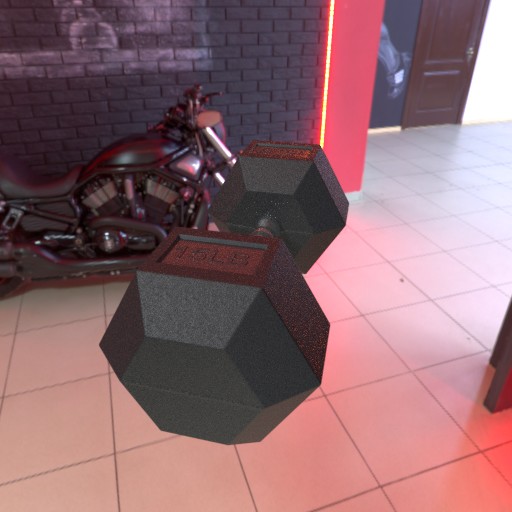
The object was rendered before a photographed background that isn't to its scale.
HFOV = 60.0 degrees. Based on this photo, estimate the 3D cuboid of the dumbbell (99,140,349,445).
[{"bbox_3d":[0.000,0.000,0.327,0.122,0.106,0.271,7,31,12],"label":"dumbbell"}]
